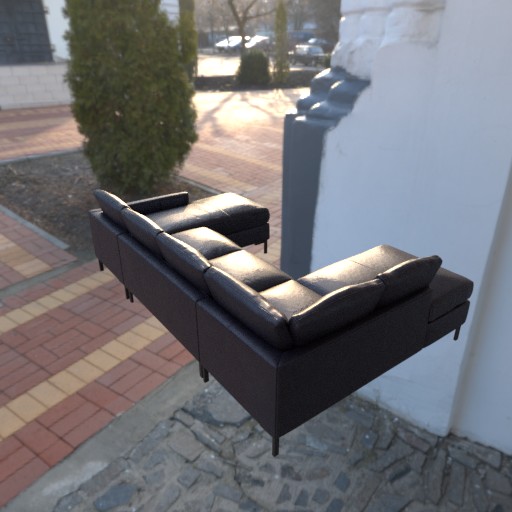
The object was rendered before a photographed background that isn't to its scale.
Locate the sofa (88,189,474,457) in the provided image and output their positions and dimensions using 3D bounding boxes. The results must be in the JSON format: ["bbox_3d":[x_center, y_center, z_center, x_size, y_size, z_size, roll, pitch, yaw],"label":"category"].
[{"bbox_3d":[0.000,0.000,3.891,1.939,0.900,2.956,-18,31,-33],"label":"sofa"}]
